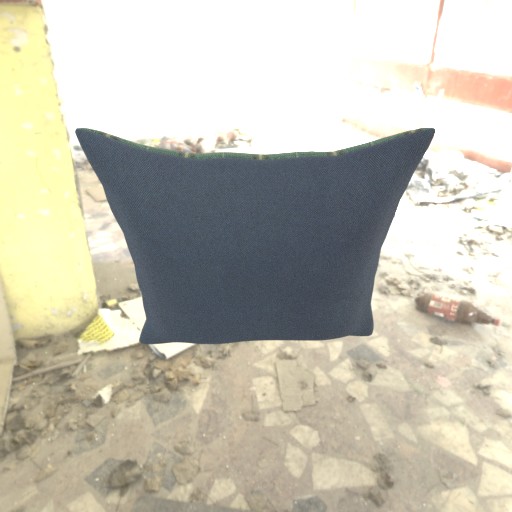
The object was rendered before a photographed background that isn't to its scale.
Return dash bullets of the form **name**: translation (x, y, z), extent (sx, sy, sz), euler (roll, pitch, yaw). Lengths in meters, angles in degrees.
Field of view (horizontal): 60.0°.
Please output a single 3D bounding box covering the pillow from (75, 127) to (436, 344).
- **pillow**: translation (0.000, 0.000, 0.707), extent (0.453, 0.430, 0.200), euler (-1, 29, -1)
